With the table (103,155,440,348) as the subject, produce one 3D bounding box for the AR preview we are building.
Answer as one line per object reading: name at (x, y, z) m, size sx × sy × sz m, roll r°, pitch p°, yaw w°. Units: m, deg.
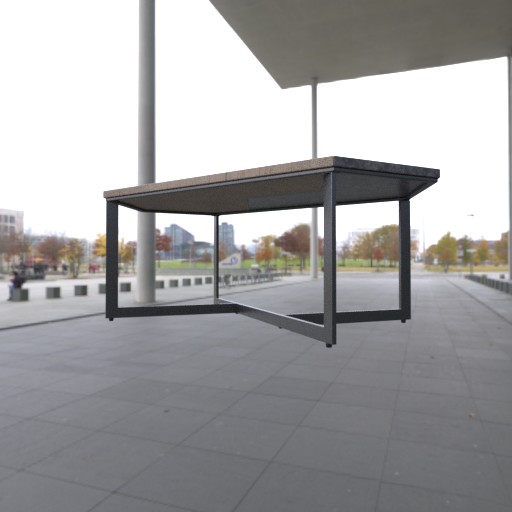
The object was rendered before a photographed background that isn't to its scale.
table at (0.000, 0.000, 1.543) m, size 1.219 × 0.457 × 0.609 m, roll -1°, pitch -1°, yaw 36°
